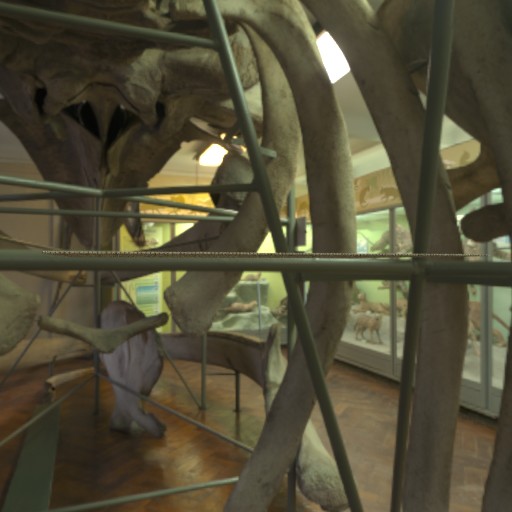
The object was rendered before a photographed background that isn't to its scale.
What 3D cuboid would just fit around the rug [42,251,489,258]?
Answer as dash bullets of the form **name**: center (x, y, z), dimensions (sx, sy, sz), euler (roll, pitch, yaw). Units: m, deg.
- **rug**: center (0.000, 0.000, 2.987), dimensions (2.439, 0.011, 1.533), euler (0, -1, -19)
